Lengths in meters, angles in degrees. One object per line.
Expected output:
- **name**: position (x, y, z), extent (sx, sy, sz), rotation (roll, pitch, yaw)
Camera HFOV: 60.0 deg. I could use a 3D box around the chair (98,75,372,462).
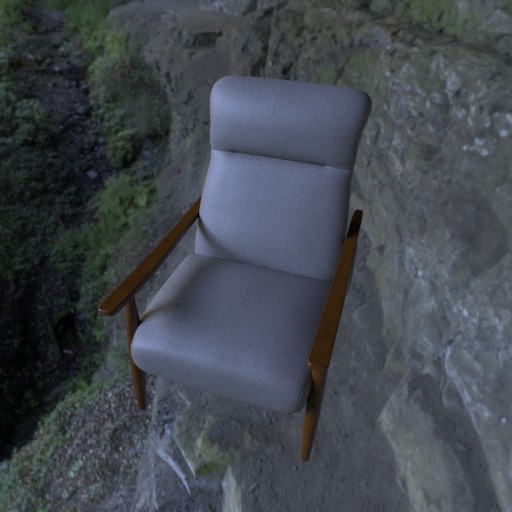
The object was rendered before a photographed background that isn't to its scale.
- **chair**: position (0.000, 0.000, 1.781), extent (0.762, 1.082, 1.032), rotation (12, 41, 14)
